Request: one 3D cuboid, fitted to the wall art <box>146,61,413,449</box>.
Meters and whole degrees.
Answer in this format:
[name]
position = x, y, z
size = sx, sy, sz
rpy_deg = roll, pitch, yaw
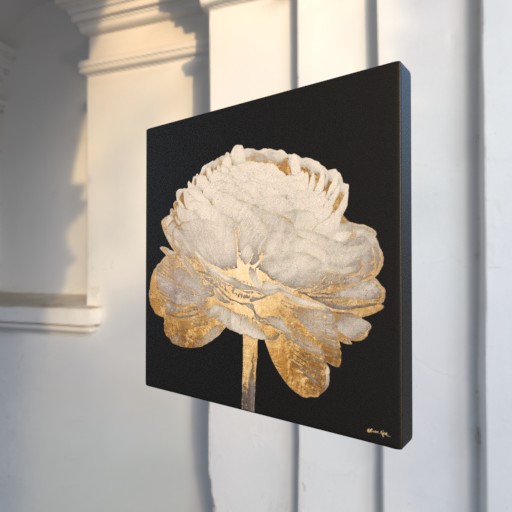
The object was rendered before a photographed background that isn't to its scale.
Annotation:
[wall art]
position = 0.000, 0.000, 0.597
size = 0.406, 0.407, 0.041
rpy_deg = -1, -1, 37
